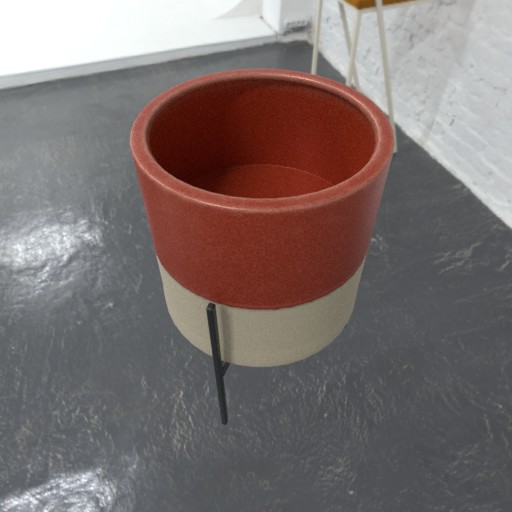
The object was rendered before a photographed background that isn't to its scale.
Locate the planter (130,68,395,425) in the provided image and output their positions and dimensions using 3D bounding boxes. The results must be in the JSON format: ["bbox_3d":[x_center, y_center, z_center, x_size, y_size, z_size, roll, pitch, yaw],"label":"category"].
[{"bbox_3d":[0.000,0.000,0.527,0.235,0.354,0.251,-32,55,-27],"label":"planter"}]
